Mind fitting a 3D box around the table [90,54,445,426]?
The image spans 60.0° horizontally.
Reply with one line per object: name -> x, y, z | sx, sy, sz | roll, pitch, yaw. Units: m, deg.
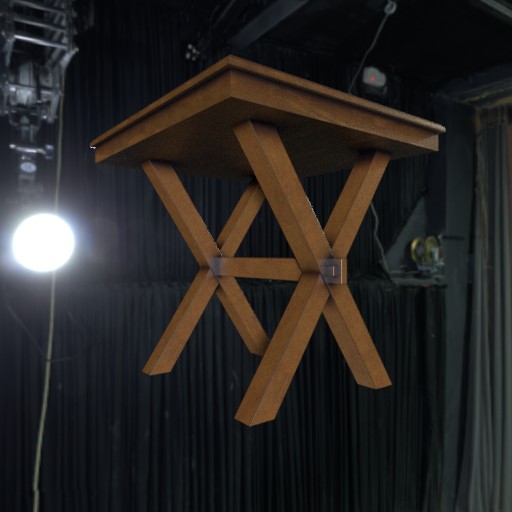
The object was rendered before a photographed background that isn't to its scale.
table -> 0.000, 0.000, 1.018 | 0.560, 0.562, 0.602 | 0, 0, -38
